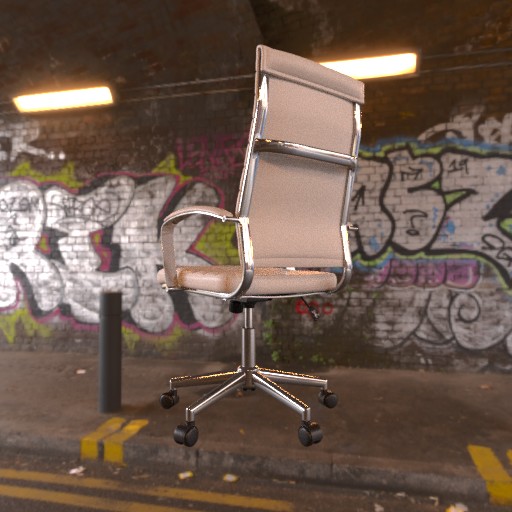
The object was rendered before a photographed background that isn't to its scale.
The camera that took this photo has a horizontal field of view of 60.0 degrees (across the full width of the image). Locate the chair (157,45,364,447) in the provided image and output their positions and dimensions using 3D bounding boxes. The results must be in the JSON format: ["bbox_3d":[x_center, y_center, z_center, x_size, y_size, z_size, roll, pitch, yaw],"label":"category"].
[{"bbox_3d":[0.000,0.000,1.573,0.679,1.149,0.679,1,-2,-37],"label":"chair"}]
